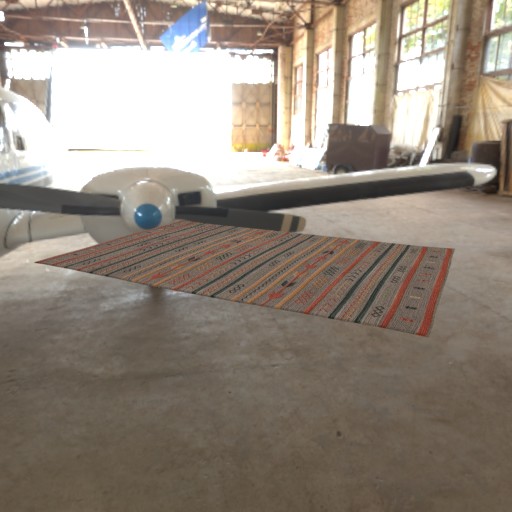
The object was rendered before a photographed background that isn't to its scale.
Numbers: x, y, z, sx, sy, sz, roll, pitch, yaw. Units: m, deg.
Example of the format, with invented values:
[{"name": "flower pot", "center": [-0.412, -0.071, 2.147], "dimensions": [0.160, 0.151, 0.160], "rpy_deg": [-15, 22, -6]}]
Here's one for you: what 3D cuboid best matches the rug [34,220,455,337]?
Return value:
[{"name": "rug", "center": [0.000, 0.000, 2.308], "dimensions": [1.835, 0.017, 1.220], "rpy_deg": [8, 17, 26]}]
